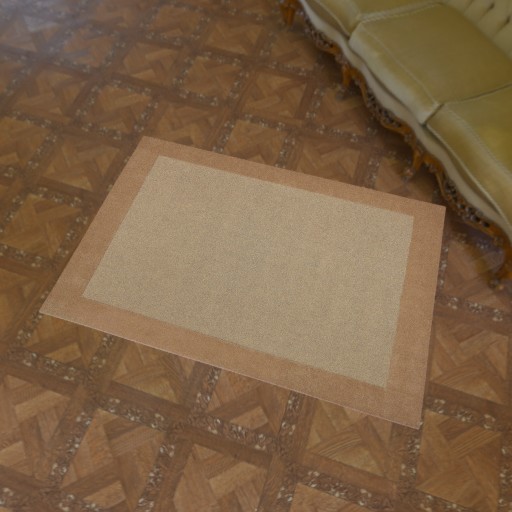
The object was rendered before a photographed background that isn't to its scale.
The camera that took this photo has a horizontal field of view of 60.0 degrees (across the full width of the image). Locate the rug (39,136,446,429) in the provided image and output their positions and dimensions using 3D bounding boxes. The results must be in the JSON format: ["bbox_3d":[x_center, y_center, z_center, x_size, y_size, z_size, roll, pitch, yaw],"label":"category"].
[{"bbox_3d":[0.000,0.000,2.307,1.829,0.014,1.219,15,61,8],"label":"rug"}]
